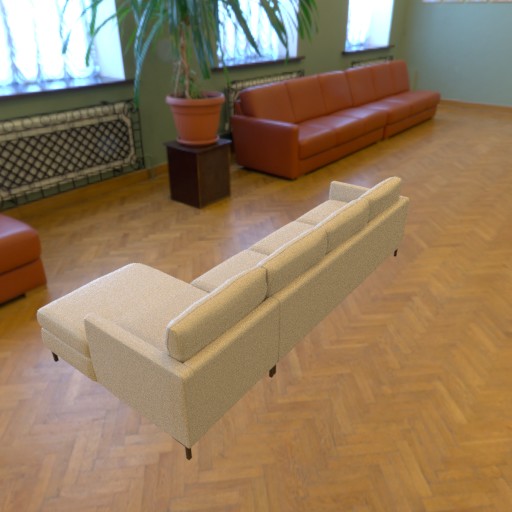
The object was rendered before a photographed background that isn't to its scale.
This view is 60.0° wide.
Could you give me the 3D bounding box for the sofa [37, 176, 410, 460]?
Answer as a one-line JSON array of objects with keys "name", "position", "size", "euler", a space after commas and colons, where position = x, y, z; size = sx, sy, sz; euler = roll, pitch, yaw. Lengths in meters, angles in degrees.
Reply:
[{"name": "sofa", "position": [0.000, 0.000, 3.242], "size": [1.258, 0.755, 2.731], "euler": [20, 35, 32]}]
